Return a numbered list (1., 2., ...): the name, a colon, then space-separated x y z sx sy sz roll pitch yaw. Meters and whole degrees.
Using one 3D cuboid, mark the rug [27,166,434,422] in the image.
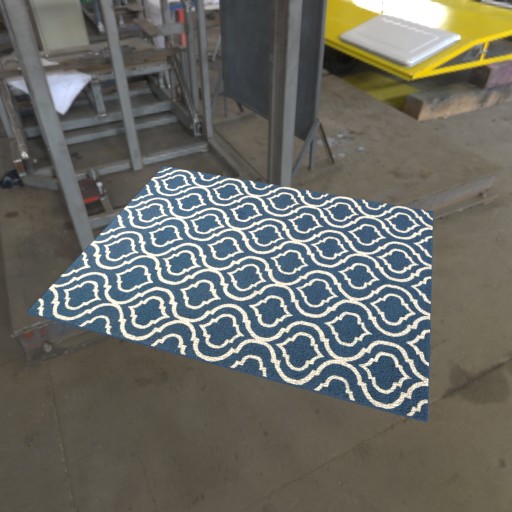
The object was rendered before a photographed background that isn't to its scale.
1. rug: 0.000 0.000 3.797 2.881 0.020 2.270 12 42 13
